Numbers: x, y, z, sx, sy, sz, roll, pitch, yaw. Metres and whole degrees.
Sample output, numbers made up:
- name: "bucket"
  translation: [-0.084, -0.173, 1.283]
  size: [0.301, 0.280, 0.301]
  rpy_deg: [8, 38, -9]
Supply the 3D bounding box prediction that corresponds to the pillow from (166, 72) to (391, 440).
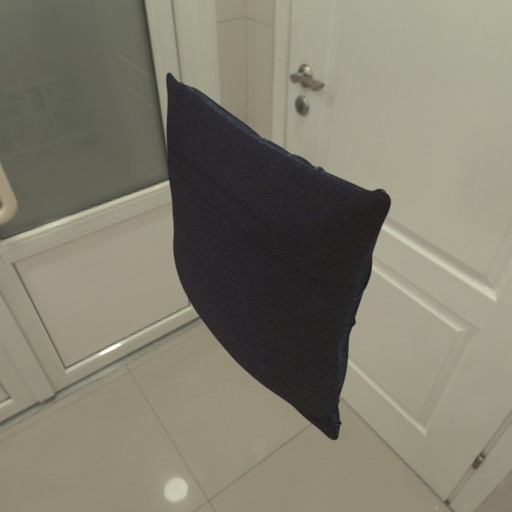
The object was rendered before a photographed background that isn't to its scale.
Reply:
- name: "pillow"
  translation: [0.000, 0.000, 0.672]
  size: [0.183, 0.440, 0.439]
  rpy_deg: [-26, 48, -26]
